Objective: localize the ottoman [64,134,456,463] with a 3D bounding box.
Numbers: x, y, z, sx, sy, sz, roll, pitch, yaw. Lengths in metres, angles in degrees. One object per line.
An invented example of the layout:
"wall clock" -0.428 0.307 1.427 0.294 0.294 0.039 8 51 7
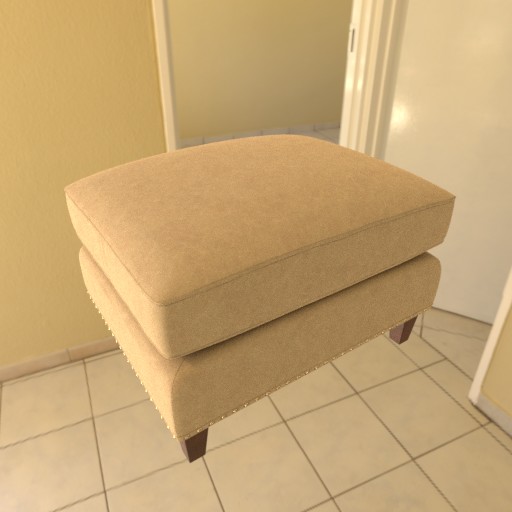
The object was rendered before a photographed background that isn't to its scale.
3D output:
"ottoman" 0.000 0.000 1.119 0.741 0.513 0.584 -19 36 -29
